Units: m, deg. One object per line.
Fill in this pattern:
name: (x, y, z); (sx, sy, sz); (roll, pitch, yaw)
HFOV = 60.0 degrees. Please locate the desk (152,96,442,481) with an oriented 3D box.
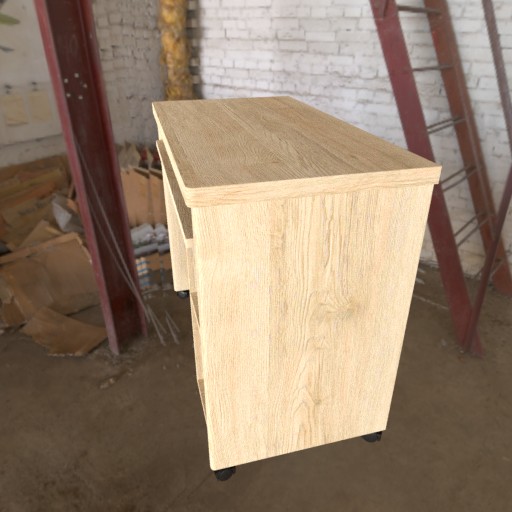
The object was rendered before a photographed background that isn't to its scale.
desk: (0.000, 0.000, 1.329); (0.480, 0.770, 0.885); (-7, 29, -13)
